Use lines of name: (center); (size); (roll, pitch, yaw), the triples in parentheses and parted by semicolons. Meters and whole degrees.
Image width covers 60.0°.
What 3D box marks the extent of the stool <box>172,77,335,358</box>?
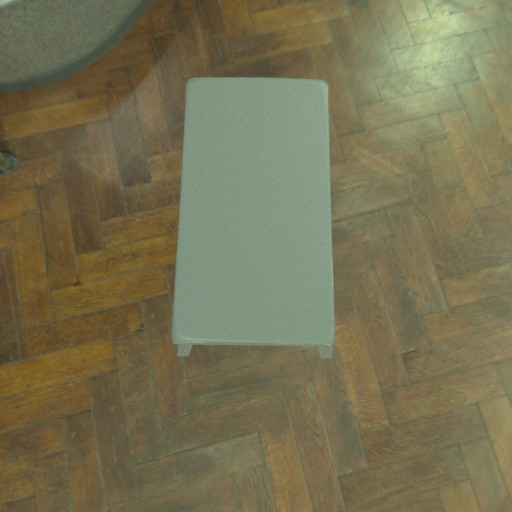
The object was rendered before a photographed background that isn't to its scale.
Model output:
stool: (0.000, 0.000, 1.054); (0.476, 0.737, 0.457); (1, 76, 0)
